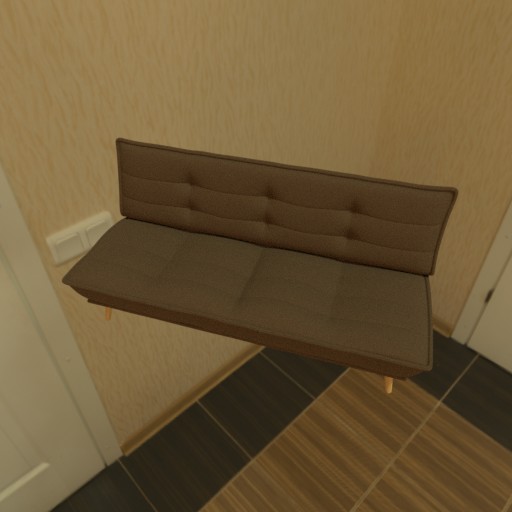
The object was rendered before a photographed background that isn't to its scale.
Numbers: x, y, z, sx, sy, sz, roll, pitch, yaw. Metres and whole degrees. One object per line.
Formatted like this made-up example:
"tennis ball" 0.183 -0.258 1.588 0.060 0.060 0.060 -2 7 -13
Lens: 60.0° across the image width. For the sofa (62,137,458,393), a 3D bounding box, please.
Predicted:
"sofa" 0.000 0.000 2.497 1.940 0.890 0.950 11 42 13
